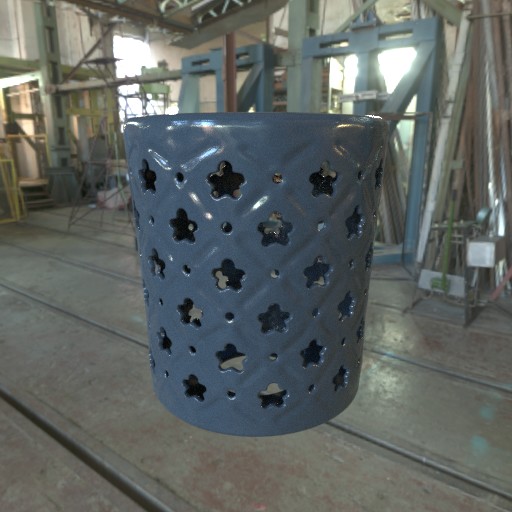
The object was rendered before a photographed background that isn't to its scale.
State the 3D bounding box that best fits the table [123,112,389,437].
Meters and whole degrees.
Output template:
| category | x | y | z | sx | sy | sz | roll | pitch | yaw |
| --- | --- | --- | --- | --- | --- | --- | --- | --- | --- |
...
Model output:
| category | x | y | z | sx | sy | sz | roll | pitch | yaw |
| --- | --- | --- | --- | --- | --- | --- | --- | --- | --- |
| table | 0.000 | 0.000 | 0.651 | 0.352 | 0.387 | 0.352 | 0 | 14 | 0 |
